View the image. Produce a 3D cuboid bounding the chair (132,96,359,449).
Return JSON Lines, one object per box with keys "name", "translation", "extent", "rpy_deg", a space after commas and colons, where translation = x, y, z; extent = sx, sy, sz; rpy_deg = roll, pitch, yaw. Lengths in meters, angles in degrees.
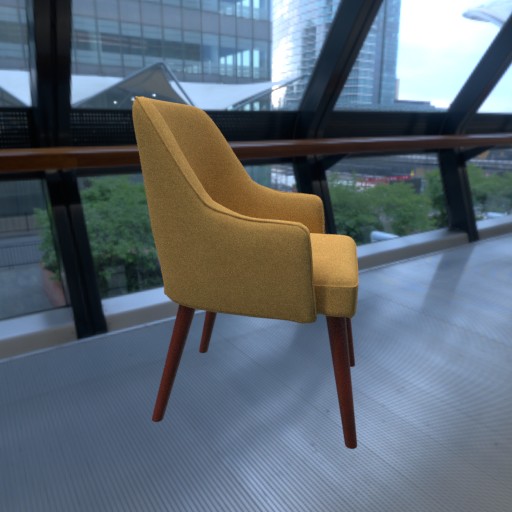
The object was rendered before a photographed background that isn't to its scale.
{"name": "chair", "translation": [0.000, 0.000, 1.259], "extent": [0.605, 0.849, 0.548], "rpy_deg": [3, 15, 11]}
